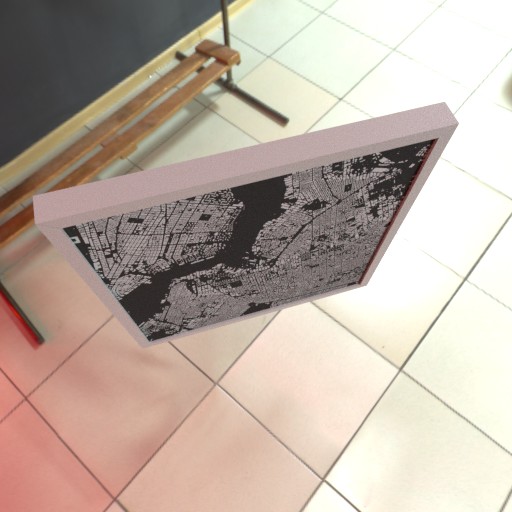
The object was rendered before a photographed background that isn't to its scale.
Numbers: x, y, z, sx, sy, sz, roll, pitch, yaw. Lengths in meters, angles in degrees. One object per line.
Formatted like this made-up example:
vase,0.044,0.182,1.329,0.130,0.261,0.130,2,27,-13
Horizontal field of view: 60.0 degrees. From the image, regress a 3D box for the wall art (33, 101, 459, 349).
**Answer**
wall art,0.000,0.000,0.742,0.506,0.506,0.038,-15,64,-7
